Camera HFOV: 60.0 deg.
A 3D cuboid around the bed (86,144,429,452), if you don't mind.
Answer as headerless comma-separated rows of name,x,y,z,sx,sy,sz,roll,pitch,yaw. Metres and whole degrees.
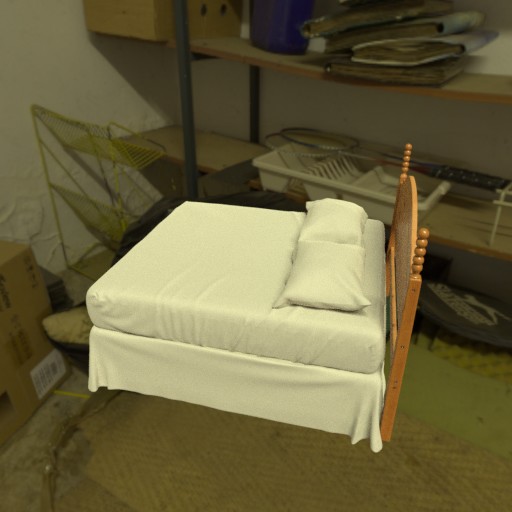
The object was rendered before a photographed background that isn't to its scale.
bed,0.000,0.000,3.197,2.040,1.356,1.873,7,29,13
